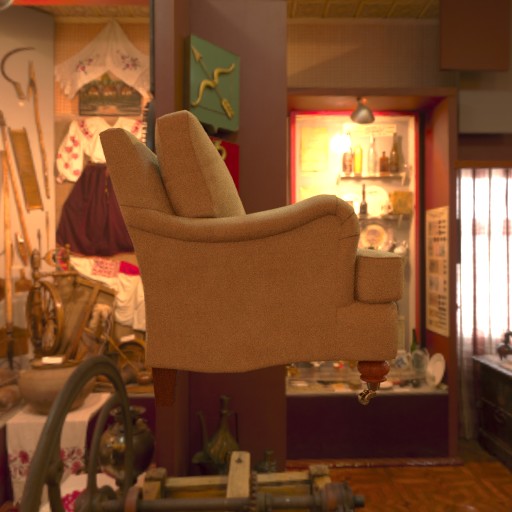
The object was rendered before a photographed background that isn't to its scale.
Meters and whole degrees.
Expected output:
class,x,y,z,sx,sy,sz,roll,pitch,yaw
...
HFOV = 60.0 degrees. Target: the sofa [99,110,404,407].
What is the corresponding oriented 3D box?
class,x,y,z,sx,sy,sz,roll,pitch,yaw
sofa,0.000,0.000,2.253,1.086,1.087,1.498,0,0,1
